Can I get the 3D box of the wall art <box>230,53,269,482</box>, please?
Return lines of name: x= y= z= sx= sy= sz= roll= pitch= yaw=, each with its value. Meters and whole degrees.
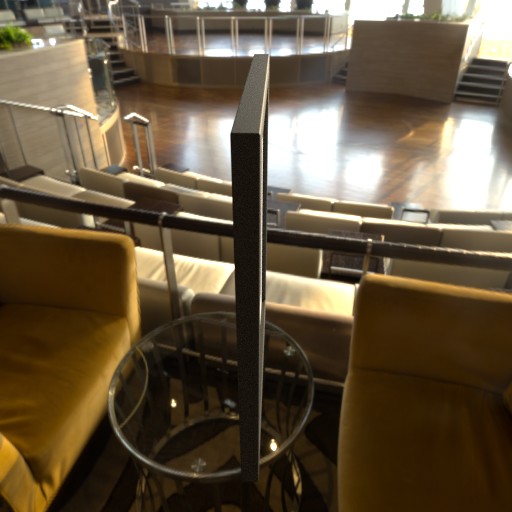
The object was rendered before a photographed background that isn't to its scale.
wall art: x=0.000 y=0.000 z=0.743 sx=0.028 sy=0.558 sz=0.457 roll=1 pitch=33 yaw=2
